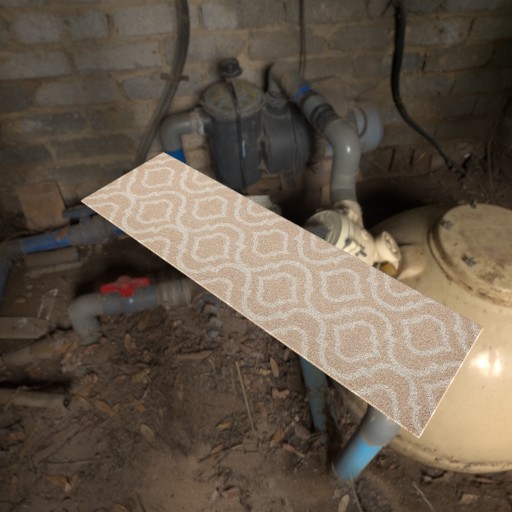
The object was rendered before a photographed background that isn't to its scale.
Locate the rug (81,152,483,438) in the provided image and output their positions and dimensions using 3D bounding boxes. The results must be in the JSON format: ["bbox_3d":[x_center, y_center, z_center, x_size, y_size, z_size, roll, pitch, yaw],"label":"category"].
[{"bbox_3d":[0.000,0.000,2.459,2.289,0.013,0.691,32,55,26],"label":"rug"}]
